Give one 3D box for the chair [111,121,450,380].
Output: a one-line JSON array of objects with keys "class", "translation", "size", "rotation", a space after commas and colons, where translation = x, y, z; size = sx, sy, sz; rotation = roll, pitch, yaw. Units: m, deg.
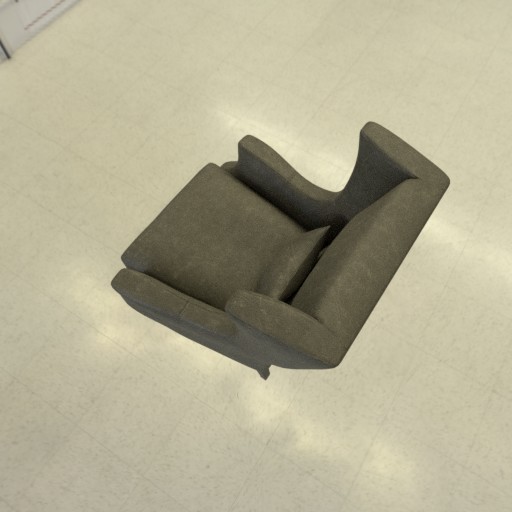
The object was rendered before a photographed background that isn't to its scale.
[{"class": "chair", "translation": [0.000, 0.000, 1.701], "size": [0.926, 1.016, 0.853], "rotation": [32, 67, 15]}]
